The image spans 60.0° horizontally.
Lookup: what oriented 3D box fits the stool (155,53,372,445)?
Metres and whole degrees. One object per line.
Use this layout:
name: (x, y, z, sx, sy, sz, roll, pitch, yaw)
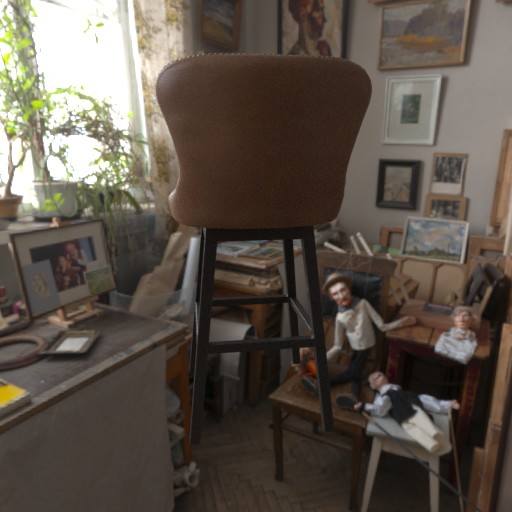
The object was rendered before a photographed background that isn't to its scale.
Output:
stool: (0.000, 0.000, 1.358, 0.528, 1.050, 0.601, -2, 15, -8)
